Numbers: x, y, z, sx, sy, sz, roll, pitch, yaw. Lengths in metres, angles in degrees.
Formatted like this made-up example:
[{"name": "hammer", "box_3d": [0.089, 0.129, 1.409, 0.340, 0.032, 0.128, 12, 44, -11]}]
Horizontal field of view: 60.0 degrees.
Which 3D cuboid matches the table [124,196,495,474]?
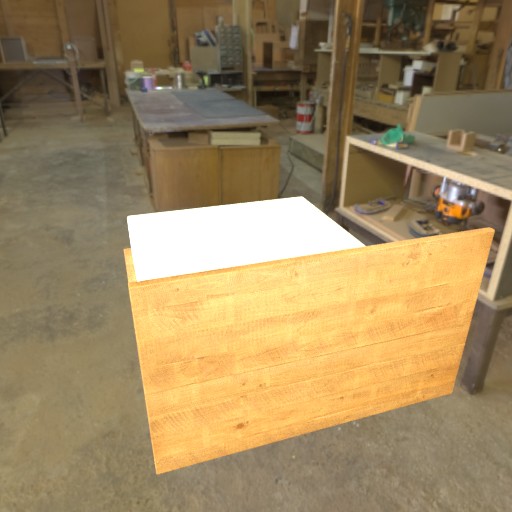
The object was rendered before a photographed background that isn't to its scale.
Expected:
[{"name": "table", "box_3d": [0.000, 0.000, 3.030, 1.707, 1.041, 2.149, -8, 28, -16]}]
